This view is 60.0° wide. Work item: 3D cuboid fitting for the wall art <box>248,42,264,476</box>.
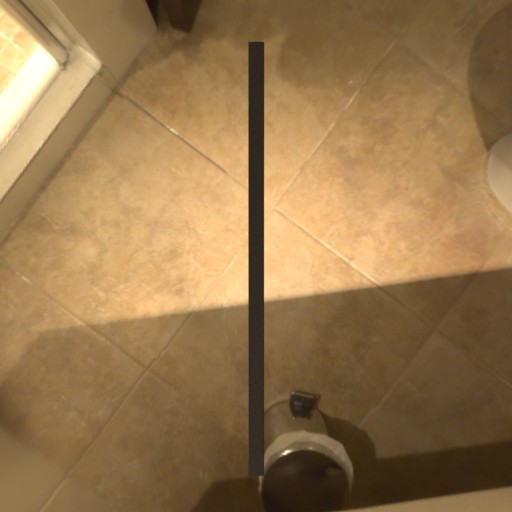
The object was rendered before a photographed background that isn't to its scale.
[{"bbox_3d":[0.000,0.000,1.202,0.028,0.863,0.755,0,91,0],"label":"wall art"}]
